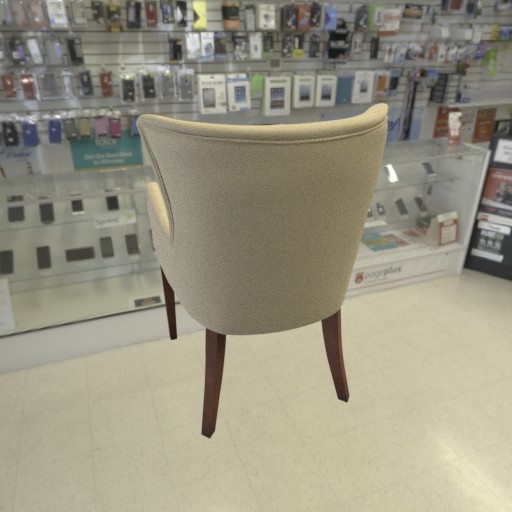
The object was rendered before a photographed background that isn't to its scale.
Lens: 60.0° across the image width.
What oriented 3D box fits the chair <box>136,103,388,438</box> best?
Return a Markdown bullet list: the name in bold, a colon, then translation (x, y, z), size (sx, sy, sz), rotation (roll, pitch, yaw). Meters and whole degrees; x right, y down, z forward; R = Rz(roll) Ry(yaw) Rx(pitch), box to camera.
- **chair**: translation (0.000, 0.000, 1.421), size (0.660, 0.952, 0.686), rotation (-8, 28, -16)
